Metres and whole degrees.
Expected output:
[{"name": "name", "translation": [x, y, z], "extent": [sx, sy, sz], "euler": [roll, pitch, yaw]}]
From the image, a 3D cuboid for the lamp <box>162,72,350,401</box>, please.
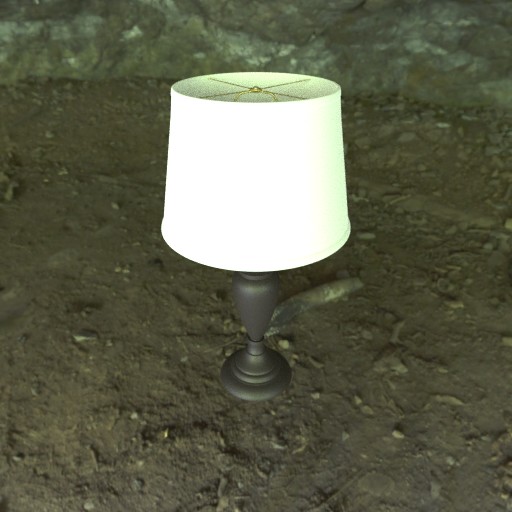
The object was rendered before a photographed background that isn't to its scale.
[{"name": "lamp", "translation": [0.000, 0.000, 0.837], "extent": [0.335, 0.611, 0.335], "euler": [0, 31, 0]}]
